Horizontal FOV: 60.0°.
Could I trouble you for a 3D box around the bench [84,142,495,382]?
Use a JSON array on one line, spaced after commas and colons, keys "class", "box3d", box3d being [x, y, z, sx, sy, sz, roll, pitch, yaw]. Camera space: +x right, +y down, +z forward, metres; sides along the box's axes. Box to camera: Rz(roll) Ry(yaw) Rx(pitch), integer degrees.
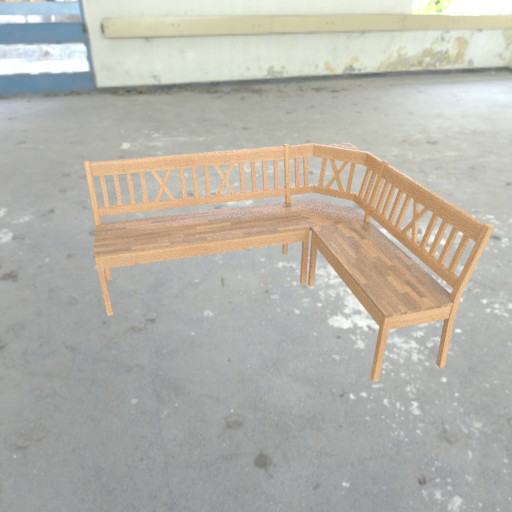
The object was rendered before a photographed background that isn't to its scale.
[{"class": "bench", "box3d": [0.000, 0.000, 2.755, 1.937, 0.902, 1.537, -8, 32, -13]}]
